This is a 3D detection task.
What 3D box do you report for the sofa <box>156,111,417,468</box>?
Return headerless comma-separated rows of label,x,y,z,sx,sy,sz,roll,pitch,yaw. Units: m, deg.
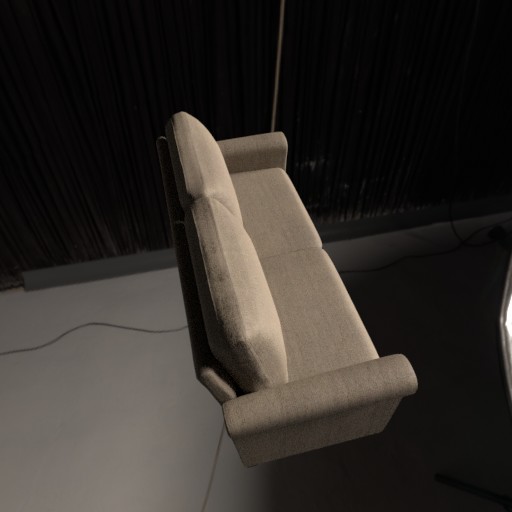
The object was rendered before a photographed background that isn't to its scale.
sofa,0.000,0.000,2.405,0.842,0.942,1.935,-10,47,-10
